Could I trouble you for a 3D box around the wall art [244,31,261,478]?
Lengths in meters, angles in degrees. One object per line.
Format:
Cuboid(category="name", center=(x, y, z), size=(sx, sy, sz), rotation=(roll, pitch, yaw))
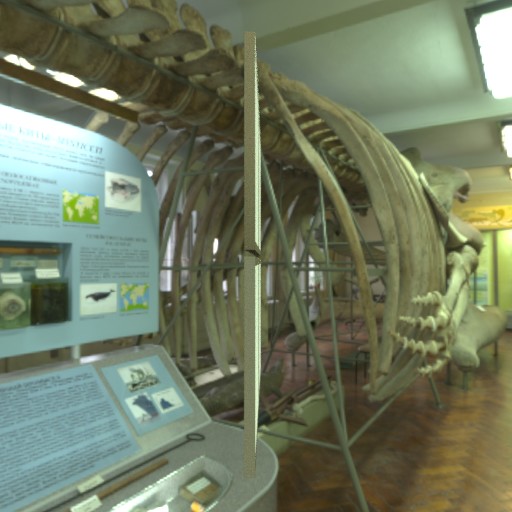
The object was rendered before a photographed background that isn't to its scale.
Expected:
Cuboid(category="wall art", center=(0.000, 0.000, 1.540), size=(0.030, 1.032, 1.032), rotation=(0, -1, 1))
